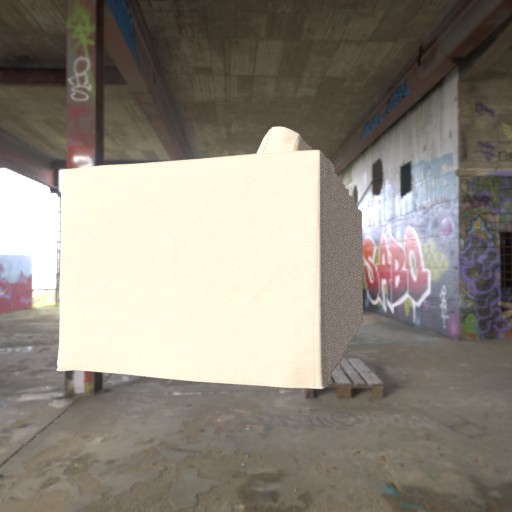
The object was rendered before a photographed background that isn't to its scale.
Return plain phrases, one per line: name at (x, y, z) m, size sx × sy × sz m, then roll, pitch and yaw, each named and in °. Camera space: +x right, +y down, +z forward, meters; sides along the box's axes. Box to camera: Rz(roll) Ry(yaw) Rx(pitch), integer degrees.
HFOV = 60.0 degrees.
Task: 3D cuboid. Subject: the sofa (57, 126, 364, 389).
sofa at (0.000, 0.000, 2.247) m, size 0.962 × 0.834 × 1.746 m, roll 0°, pitch -1°, yaw 17°
